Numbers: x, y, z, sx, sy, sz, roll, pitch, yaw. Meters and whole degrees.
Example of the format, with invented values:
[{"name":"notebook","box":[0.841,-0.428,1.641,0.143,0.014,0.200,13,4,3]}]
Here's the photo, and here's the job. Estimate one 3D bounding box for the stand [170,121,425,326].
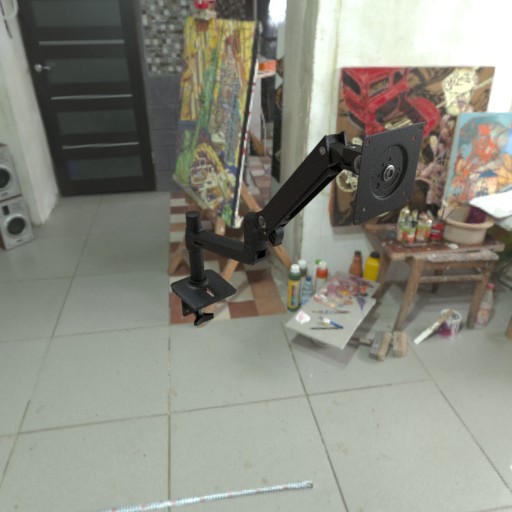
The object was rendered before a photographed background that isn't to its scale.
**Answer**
[{"name":"stand","box":[0.000,0.000,1.034,0.152,0.713,0.650,-22,36,-33]}]
